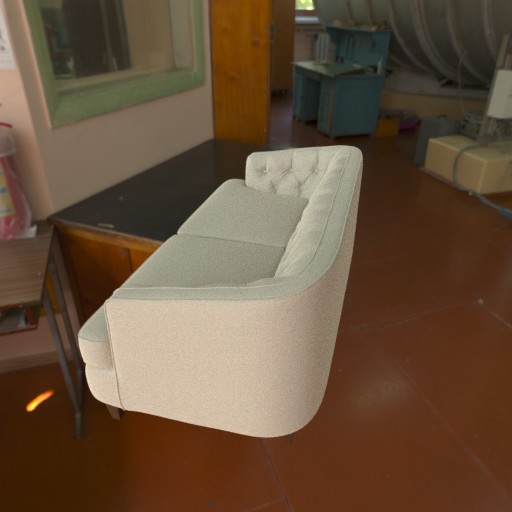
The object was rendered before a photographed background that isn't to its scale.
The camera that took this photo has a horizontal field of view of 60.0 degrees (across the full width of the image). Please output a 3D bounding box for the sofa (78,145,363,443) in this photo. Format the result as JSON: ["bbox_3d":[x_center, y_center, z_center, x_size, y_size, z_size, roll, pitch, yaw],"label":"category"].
[{"bbox_3d":[0.000,0.000,2.244,0.941,0.855,1.733,8,31,14],"label":"sofa"}]
